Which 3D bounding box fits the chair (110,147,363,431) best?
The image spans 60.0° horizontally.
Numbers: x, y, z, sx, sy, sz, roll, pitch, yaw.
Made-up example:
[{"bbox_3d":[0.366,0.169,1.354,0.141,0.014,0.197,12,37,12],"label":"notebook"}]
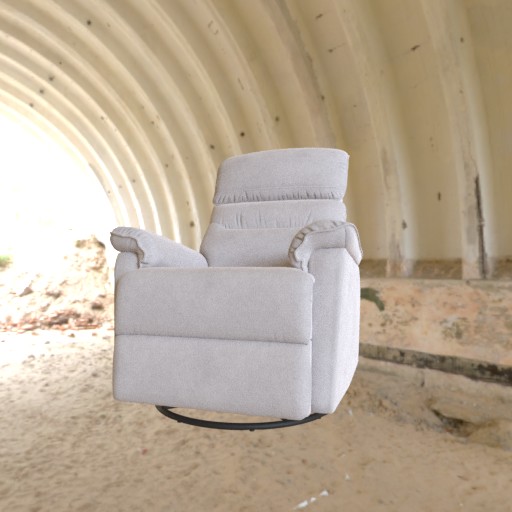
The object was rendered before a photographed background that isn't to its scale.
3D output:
[{"bbox_3d":[0.000,0.000,1.719,0.820,1.039,1.001,0,-2,18],"label":"chair"}]
